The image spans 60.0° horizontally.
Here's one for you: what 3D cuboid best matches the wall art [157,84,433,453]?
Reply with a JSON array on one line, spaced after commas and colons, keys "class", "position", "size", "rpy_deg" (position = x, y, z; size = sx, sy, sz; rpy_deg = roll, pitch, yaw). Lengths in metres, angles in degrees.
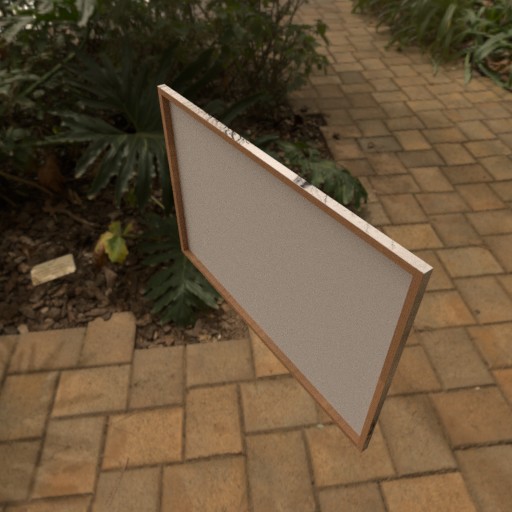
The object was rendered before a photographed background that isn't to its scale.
[{"class": "wall art", "position": [0.000, 0.000, 1.156], "size": [0.023, 0.607, 0.914], "rpy_deg": [-25, 48, -26]}]
